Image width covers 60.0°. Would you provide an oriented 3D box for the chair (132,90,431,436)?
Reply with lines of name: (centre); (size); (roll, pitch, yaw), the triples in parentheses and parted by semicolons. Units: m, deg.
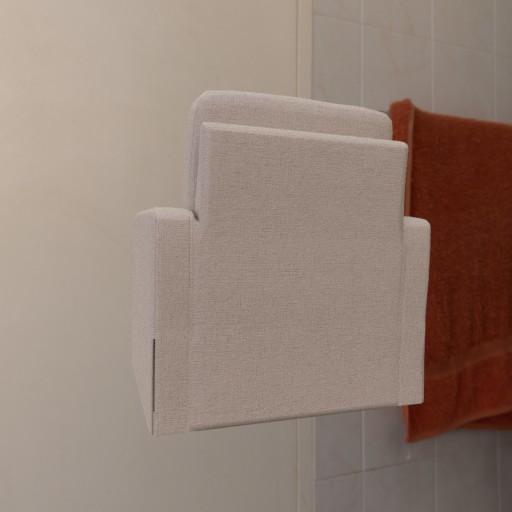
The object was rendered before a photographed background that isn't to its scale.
chair: (0.000, 0.000, 1.473); (0.755, 0.827, 0.888); (0, -1, -19)
